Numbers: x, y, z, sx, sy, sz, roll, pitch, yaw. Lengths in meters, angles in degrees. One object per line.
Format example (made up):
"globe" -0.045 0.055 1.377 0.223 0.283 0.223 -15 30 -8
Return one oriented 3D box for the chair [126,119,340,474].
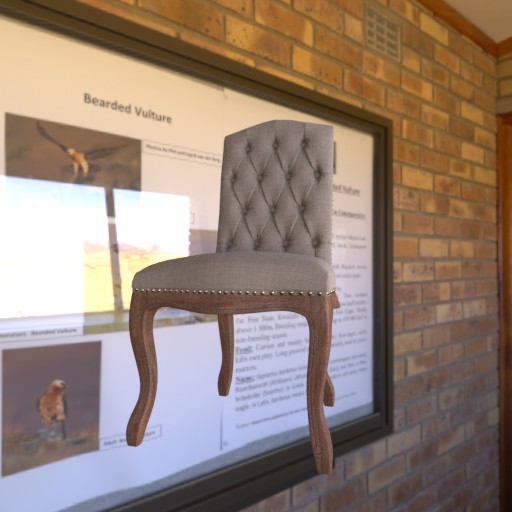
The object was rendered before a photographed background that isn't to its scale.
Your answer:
"chair" 0.000 0.000 1.613 0.637 1.191 0.731 0 -1 18
